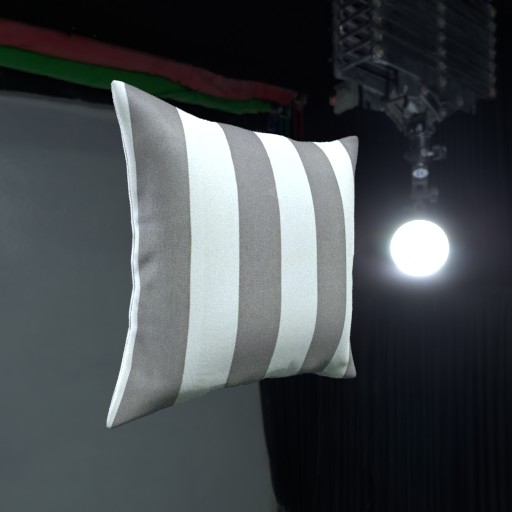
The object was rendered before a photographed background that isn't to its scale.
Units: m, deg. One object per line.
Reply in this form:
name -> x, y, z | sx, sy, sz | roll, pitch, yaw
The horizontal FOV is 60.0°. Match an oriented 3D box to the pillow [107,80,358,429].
pillow -> 0.000, 0.000, 0.785 | 0.522, 0.507, 0.192 | 0, -1, -36
